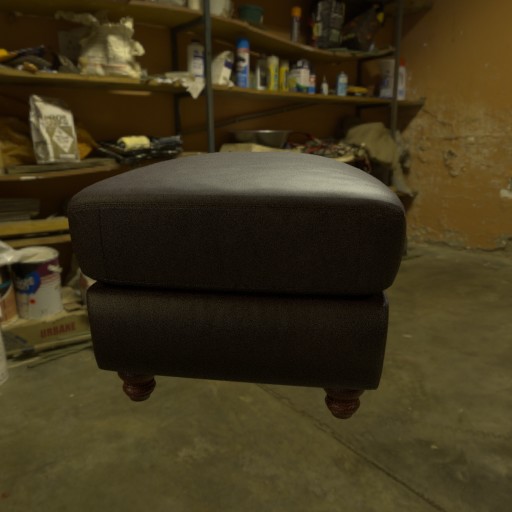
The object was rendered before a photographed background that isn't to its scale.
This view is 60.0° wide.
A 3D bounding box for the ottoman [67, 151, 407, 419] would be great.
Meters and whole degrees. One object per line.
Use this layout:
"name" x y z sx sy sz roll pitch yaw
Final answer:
"ottoman" 0.000 0.000 1.244 0.670 0.569 0.806 2 14 8
